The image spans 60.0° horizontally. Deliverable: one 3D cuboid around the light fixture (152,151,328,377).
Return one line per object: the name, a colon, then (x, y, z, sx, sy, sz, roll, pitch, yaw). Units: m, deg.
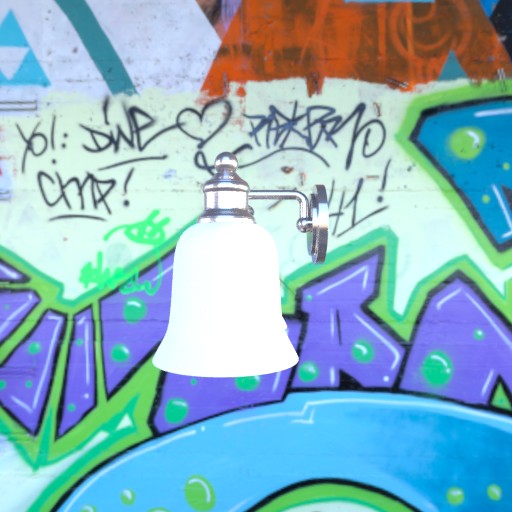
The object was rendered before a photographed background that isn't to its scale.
light fixture: (0.000, 0.000, 0.660, 0.198, 0.211, 0.570, 0, -1, 1)
